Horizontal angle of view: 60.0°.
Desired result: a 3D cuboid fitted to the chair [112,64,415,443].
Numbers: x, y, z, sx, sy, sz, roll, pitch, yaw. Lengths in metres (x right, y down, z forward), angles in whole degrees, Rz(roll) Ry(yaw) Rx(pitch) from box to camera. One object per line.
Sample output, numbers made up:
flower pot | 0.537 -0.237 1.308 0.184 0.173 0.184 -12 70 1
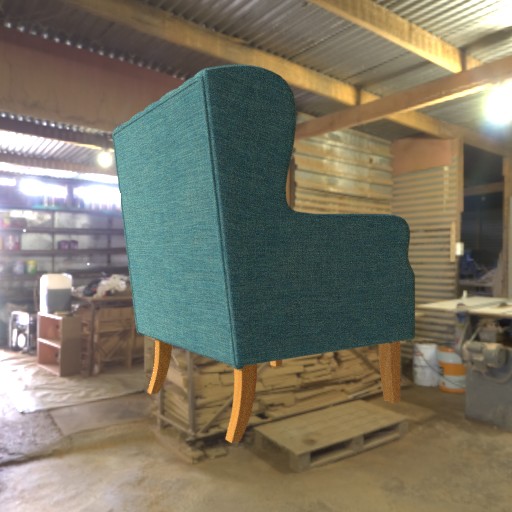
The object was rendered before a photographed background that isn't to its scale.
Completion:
chair | 0.000 0.000 1.497 0.775 0.952 0.711 0 0 -37
